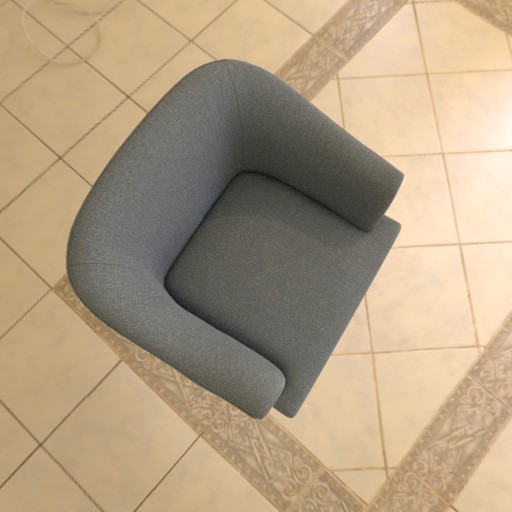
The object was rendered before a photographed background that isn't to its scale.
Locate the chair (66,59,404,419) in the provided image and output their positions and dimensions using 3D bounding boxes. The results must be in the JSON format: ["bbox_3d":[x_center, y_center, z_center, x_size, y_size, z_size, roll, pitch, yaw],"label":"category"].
[{"bbox_3d":[0.000,0.000,1.381,0.704,0.815,0.798,31,77,8],"label":"chair"}]
